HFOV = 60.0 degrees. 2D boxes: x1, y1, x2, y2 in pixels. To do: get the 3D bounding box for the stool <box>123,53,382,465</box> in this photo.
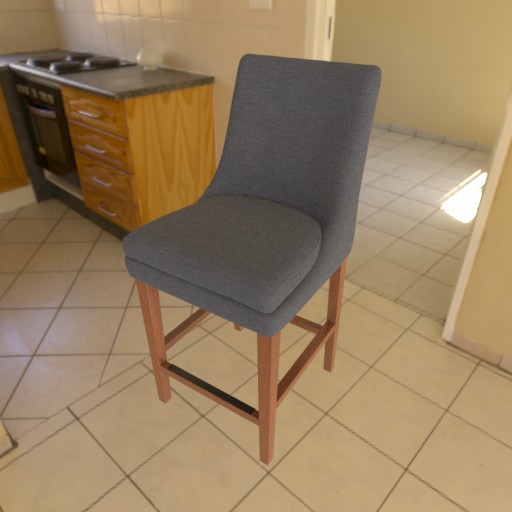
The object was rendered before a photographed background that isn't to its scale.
[{"bbox_3d":[0.000,0.000,1.265,0.470,0.981,0.577,19,37,28],"label":"stool"}]
